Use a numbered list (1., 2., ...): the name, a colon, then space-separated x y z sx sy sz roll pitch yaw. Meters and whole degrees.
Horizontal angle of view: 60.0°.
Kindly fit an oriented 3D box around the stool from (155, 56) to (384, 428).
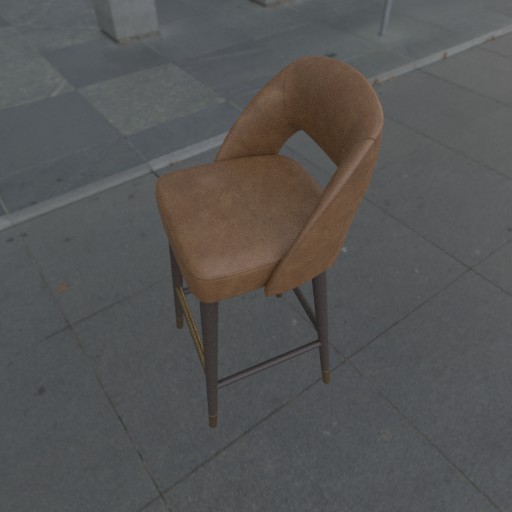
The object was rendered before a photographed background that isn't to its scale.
1. stool: 0.000 0.000 1.322 0.509 1.037 0.494 -16 48 -15
